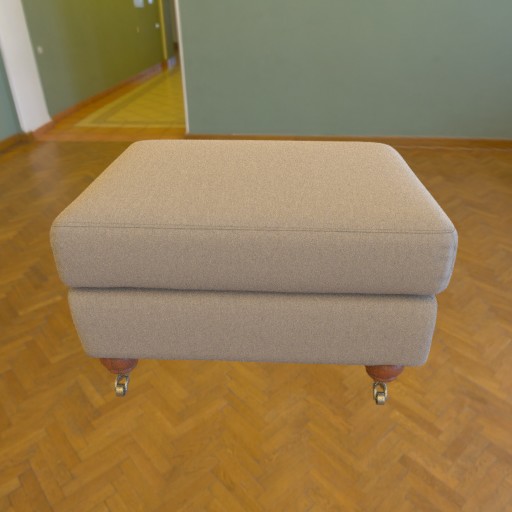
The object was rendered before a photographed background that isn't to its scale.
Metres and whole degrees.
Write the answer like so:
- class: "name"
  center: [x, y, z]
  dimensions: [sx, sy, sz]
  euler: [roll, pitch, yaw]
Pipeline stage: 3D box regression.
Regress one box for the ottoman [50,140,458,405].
- class: "ottoman"
  center: [0.000, 0.000, 1.127]
  dimensions: [0.773, 0.497, 0.574]
  euler: [1, 30, 2]
